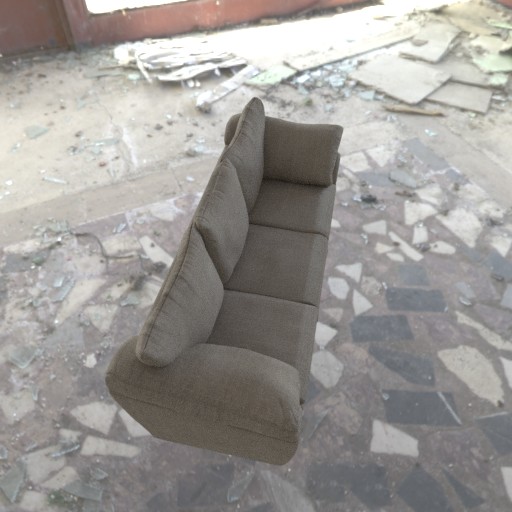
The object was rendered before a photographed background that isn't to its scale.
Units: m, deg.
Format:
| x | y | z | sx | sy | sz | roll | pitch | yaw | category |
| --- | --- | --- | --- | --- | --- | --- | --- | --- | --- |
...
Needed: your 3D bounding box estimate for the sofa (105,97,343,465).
| x | y | z | sx | sy | sz | roll | pitch | yaw | category |
| --- | --- | --- | --- | --- | --- | --- | --- | --- | --- |
| 0.000 | 0.000 | 2.770 | 0.878 | 0.996 | 2.334 | 9 | 48 | 8 | sofa |
